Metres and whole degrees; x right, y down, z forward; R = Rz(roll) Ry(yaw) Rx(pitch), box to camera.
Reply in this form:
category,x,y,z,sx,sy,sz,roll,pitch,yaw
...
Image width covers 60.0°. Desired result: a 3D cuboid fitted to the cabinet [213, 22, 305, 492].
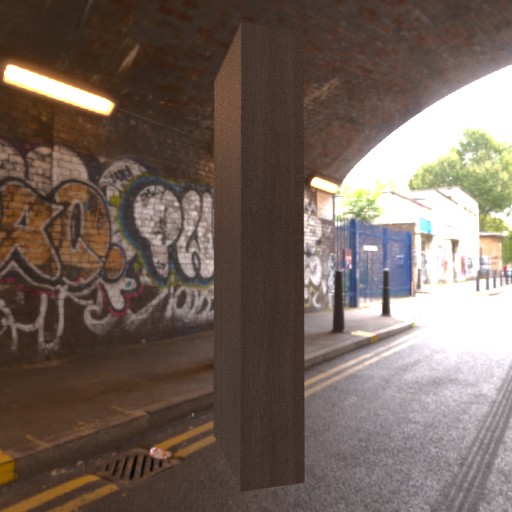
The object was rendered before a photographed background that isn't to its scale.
category,x,y,z,sx,sy,sz,roll,pitch,yaw
cabinet,0.000,0.000,1.823,0.255,1.630,0.520,0,-1,-16
